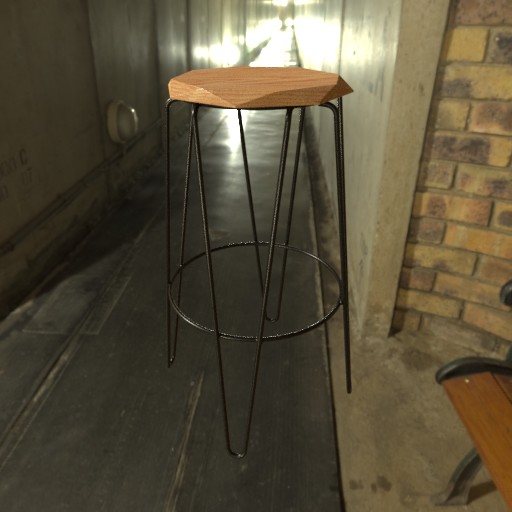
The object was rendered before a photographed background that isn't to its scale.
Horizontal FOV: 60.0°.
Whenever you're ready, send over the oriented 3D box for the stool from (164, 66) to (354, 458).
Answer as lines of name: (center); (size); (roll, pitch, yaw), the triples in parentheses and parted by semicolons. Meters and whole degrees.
stool: (0.000, 0.000, 0.806); (0.326, 0.610, 0.326); (-18, 35, -29)
